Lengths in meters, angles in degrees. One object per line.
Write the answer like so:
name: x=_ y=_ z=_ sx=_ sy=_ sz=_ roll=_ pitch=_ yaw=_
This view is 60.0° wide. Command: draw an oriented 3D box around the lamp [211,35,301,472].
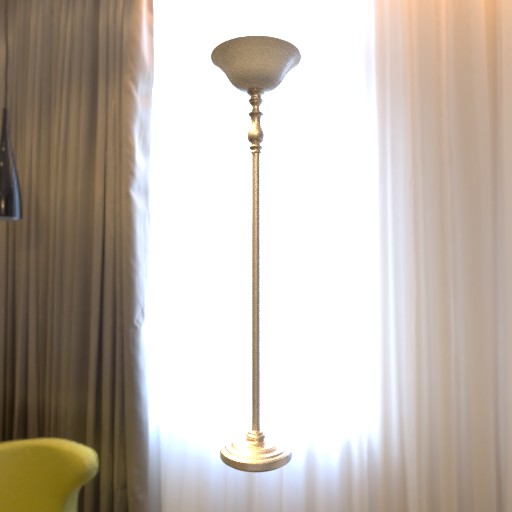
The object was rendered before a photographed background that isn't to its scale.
lamp: x=0.000 y=0.000 z=1.966 sx=0.405 sy=1.771 sz=0.405 roll=0 pitch=-1 yaw=-17
